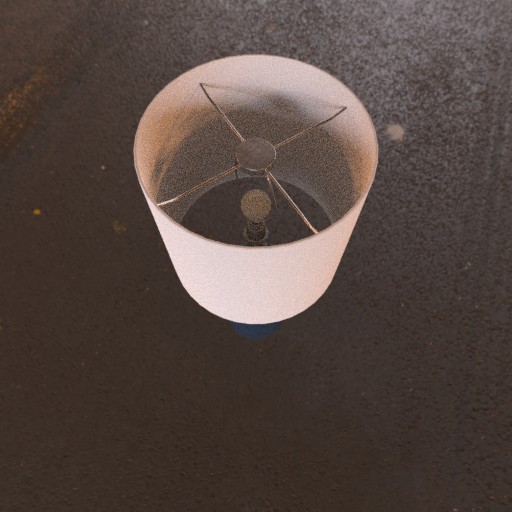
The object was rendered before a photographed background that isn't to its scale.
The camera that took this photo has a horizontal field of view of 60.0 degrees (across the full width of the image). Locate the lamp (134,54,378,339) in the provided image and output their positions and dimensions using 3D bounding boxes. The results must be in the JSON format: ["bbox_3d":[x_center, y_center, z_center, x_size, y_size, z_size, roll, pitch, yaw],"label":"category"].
[{"bbox_3d":[0.000,0.000,0.584,0.207,0.461,0.207,-30,68,-13],"label":"lamp"}]
